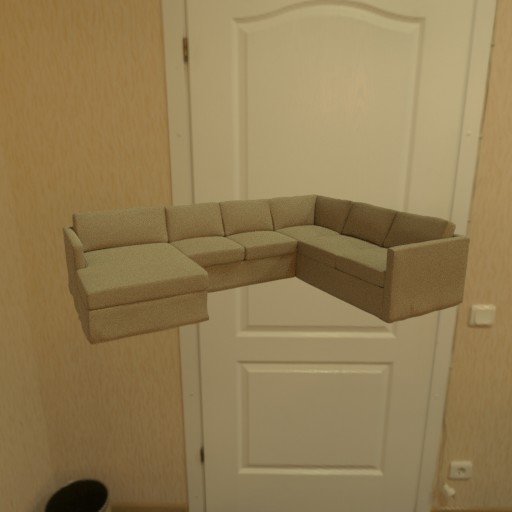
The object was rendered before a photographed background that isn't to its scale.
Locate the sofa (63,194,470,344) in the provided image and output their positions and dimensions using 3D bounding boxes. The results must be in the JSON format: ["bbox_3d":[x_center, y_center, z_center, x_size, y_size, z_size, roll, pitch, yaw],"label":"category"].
[{"bbox_3d":[0.000,0.000,4.633,3.528,0.878,2.476,-8,18,-27],"label":"sofa"}]
